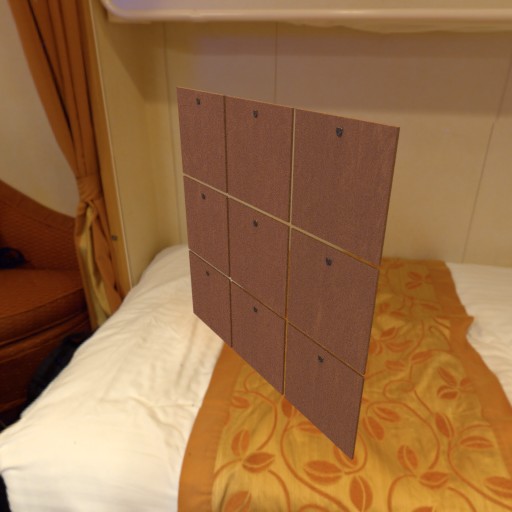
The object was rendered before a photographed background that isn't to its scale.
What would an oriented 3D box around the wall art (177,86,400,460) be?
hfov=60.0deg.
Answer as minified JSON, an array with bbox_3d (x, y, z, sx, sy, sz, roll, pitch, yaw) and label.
[{"bbox_3d":[0.000,0.000,2.291,0.023,1.522,1.526,-18,32,-32],"label":"wall art"}]
